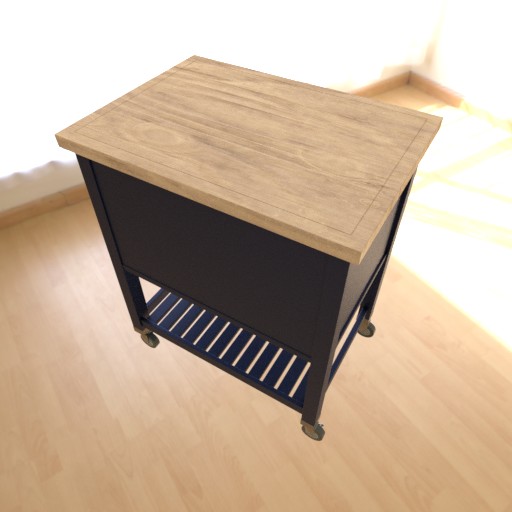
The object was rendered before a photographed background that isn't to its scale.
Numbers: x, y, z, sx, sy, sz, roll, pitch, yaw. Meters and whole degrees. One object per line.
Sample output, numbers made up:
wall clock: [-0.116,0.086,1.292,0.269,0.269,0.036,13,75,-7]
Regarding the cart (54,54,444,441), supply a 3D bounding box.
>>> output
cart: [0.000,0.000,1.426,0.797,0.920,0.567,23,50,21]
